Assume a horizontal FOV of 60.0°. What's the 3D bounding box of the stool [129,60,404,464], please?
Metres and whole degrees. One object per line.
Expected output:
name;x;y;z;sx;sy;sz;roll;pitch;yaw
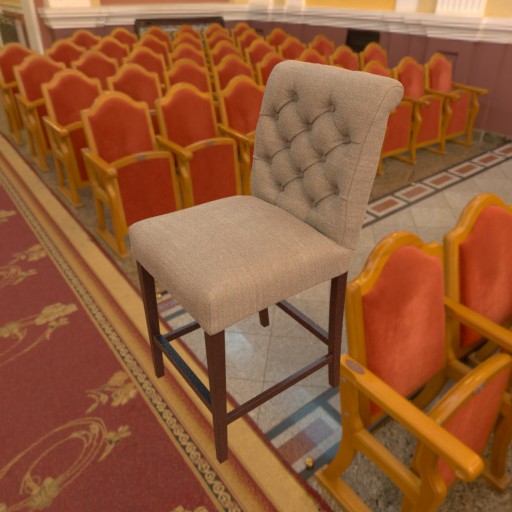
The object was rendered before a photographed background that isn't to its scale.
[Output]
stool;0.000;0.000;1.430;0.660;1.084;0.486;-21;38;-31
